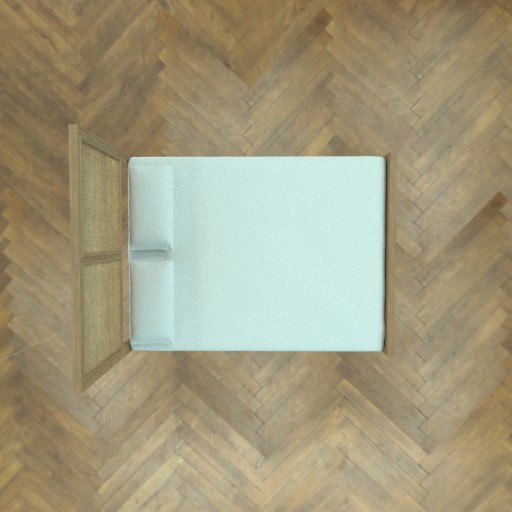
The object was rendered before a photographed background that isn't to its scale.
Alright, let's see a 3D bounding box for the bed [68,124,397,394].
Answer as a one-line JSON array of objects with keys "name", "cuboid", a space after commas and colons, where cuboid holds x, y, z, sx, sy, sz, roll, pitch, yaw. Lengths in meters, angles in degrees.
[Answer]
[{"name": "bed", "cuboid": [0.000, 0.000, 3.315, 2.184, 1.387, 1.606, 0, 92, 1]}]
